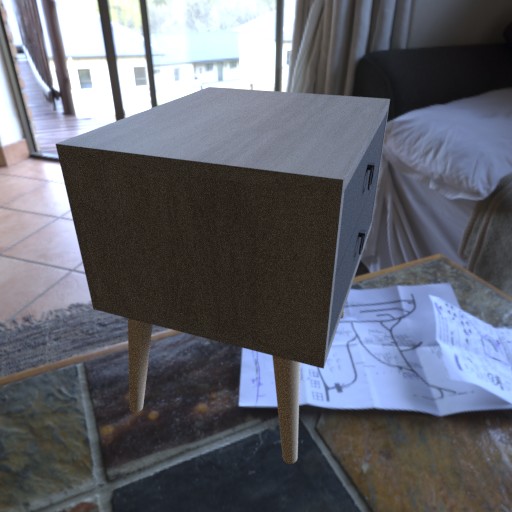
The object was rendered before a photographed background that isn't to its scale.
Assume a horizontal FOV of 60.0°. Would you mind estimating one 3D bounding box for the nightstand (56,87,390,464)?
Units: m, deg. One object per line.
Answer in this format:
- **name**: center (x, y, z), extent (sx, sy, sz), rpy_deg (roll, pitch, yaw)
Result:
- **nightstand**: center (0.000, 0.000, 0.818), extent (0.380, 0.500, 0.450), rpy_deg (11, 32, 18)
